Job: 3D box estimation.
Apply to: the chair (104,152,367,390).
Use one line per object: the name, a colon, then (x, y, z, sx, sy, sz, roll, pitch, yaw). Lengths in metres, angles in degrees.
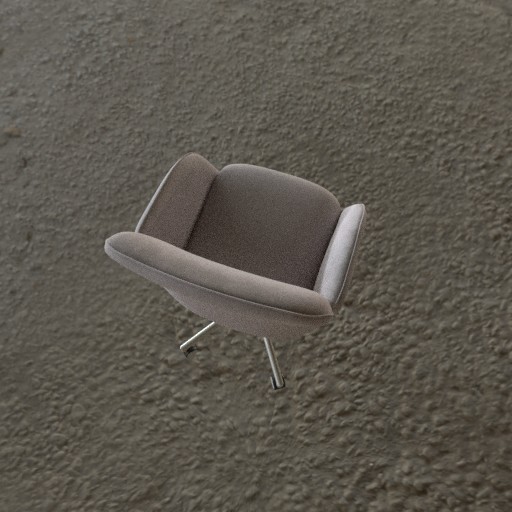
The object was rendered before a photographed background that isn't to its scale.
chair: (0.000, 0.000, 1.385, 0.648, 0.959, 0.654, 18, 66, 9)
